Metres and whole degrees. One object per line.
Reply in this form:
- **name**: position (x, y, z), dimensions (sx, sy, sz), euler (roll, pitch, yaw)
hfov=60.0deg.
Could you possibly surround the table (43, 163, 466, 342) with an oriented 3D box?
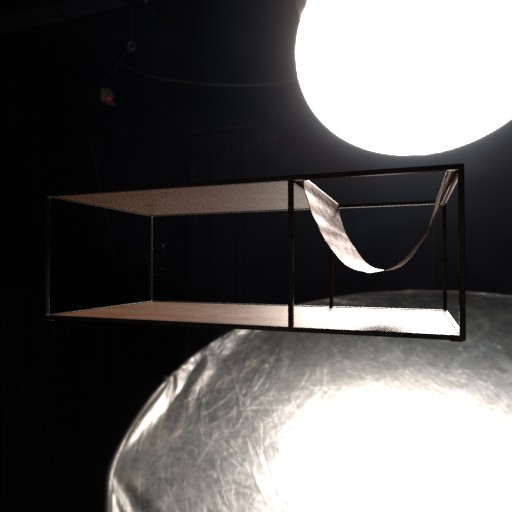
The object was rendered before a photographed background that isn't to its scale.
- **table**: position (0.000, 0.000, 1.468), dimensions (1.199, 0.403, 0.597), euler (0, -1, 20)
